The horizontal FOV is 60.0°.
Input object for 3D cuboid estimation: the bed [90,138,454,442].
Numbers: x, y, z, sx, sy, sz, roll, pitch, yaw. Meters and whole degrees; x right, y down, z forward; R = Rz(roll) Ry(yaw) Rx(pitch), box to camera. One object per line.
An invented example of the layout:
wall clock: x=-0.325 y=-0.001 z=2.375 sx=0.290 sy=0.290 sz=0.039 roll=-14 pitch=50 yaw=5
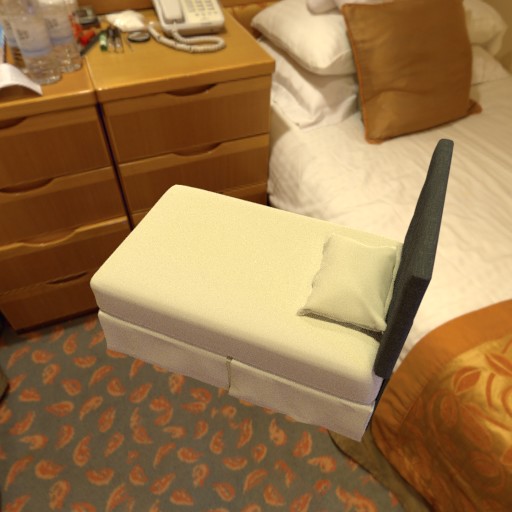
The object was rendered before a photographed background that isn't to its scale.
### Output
bed: x=0.000 y=0.000 z=2.952 sx=1.997 sy=1.571 sz=1.261 roll=16 pitch=48 yaw=15
